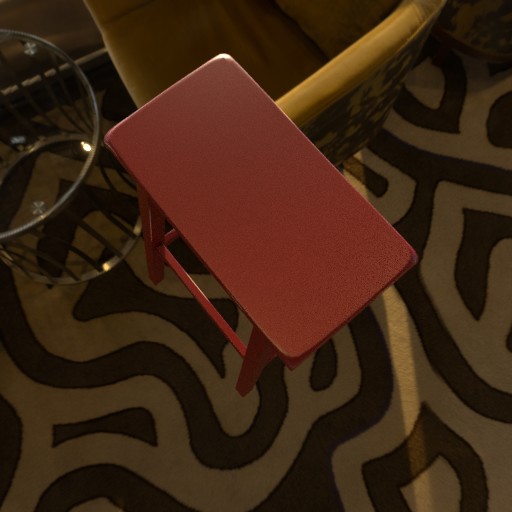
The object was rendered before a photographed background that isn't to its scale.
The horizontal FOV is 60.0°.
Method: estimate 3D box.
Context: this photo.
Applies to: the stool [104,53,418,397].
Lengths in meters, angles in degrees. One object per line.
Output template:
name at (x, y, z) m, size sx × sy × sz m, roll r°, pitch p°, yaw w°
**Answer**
stool at (0.000, 0.000, 0.999) m, size 0.476 × 0.737 × 0.457 m, roll -39°, pitch 79°, yaw -9°
